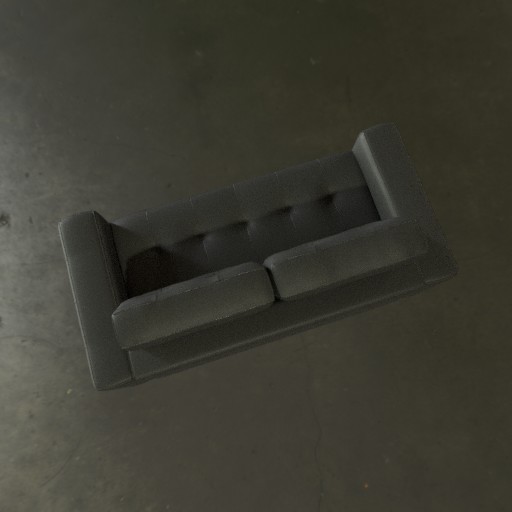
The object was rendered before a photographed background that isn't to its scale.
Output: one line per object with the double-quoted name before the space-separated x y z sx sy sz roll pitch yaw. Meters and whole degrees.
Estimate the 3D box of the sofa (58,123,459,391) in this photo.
"sofa" 0.000 0.000 2.213 1.726 0.893 0.833 -17 77 -4
